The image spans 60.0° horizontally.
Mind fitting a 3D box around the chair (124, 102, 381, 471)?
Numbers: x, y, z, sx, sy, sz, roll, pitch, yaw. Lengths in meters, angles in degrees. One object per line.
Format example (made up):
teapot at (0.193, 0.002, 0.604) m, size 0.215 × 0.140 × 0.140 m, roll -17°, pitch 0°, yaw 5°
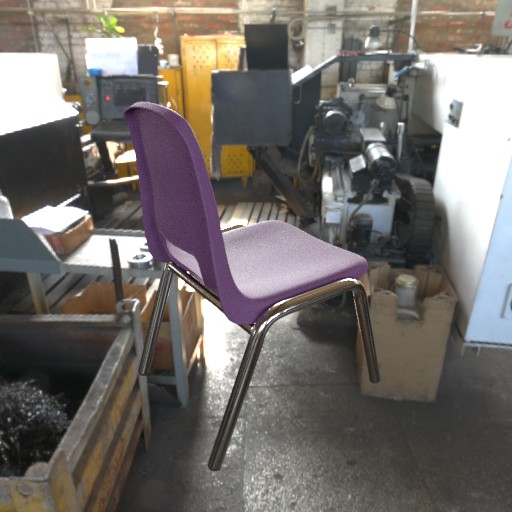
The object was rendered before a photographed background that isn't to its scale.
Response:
chair at (0.000, 0.000, 0.856) m, size 0.419 × 0.584 × 0.356 m, roll -17°, pitch 30°, yaw -32°
